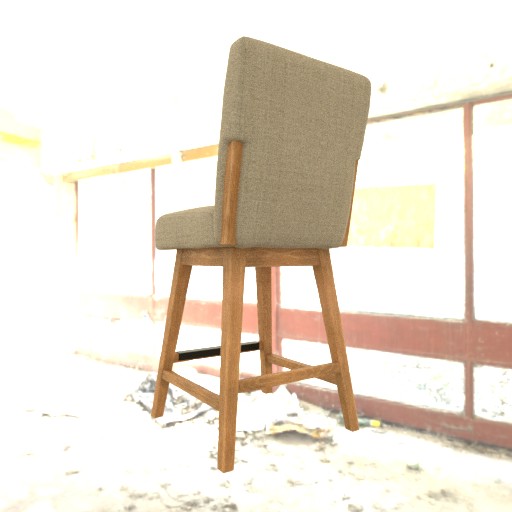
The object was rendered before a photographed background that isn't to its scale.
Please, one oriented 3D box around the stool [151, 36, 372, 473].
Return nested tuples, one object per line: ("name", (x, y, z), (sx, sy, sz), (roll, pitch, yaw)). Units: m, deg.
("stool", (0.000, 0.000, 1.320), (0.459, 1.010, 0.526), (0, 0, -35))
